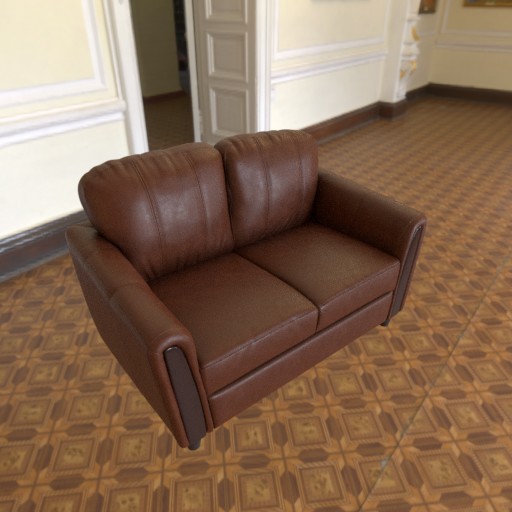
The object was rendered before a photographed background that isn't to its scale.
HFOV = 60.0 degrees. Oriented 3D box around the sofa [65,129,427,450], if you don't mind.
[{"bbox_3d":[0.000,0.000,1.961,1.406,0.906,0.805,-22,37,-33],"label":"sofa"}]
